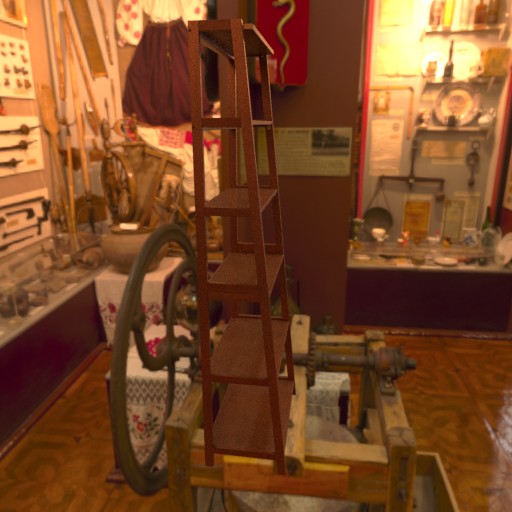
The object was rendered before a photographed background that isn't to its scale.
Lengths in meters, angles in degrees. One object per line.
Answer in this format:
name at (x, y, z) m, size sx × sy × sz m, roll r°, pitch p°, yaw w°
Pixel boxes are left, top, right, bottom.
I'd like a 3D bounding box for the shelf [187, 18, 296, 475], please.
shelf at (0.000, 0.000, 2.100) m, size 0.382 × 1.892 × 0.660 m, roll 3°, pitch 17°, yaw 9°
